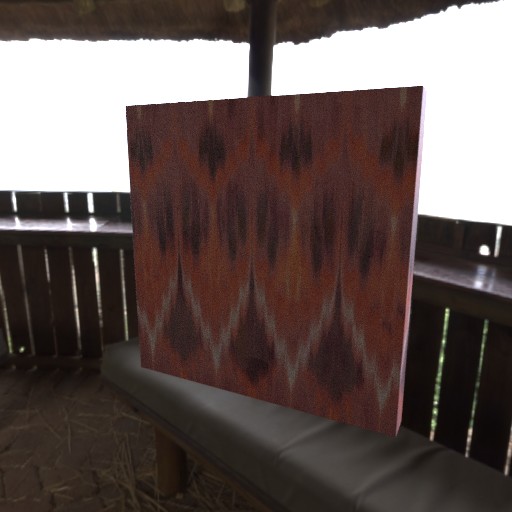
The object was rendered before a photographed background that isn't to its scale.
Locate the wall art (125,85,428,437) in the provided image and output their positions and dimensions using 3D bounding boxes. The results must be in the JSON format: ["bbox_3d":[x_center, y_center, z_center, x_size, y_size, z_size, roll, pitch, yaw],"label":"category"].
[{"bbox_3d":[0.000,0.000,0.602,0.403,0.406,0.038,6,14,27],"label":"wall art"}]
